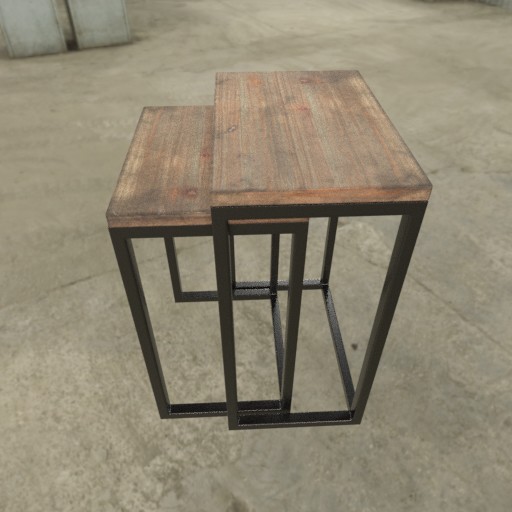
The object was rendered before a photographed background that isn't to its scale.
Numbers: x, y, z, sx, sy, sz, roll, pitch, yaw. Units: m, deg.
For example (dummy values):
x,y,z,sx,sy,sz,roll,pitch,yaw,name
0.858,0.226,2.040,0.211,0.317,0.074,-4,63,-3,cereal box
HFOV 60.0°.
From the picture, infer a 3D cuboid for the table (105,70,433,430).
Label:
x,y,z,sx,sy,sz,roll,pitch,yaw,name
0.000,0.000,0.939,0.460,0.615,0.456,0,41,0,table
